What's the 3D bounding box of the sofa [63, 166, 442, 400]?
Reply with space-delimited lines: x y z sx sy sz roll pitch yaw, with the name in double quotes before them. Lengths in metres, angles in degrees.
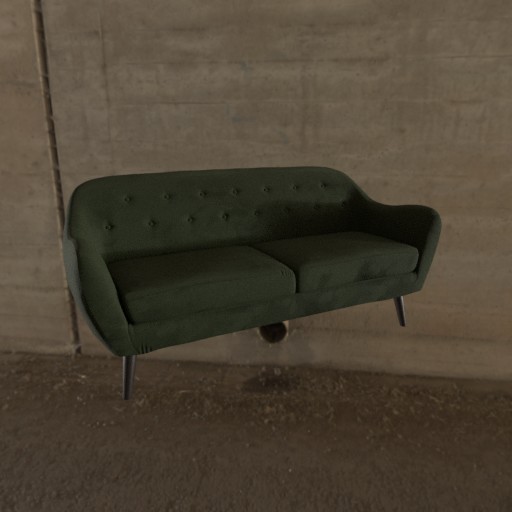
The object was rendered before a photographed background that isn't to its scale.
"sofa" 0.000 0.000 2.310 1.840 0.836 0.820 -8 18 -26
